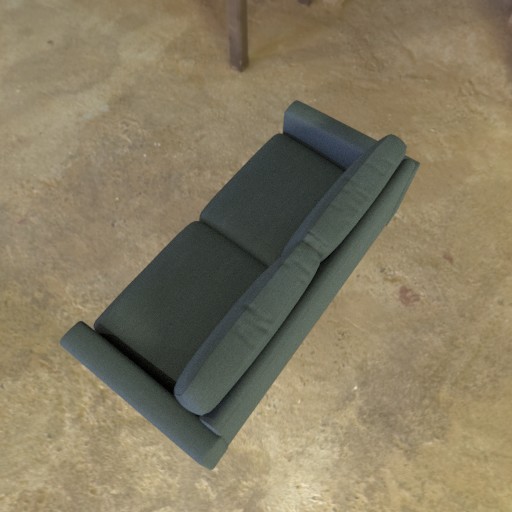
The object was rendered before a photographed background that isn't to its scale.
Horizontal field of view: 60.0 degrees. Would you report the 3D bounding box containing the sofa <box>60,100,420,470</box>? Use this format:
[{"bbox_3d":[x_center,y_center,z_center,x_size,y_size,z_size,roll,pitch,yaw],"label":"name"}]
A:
[{"bbox_3d":[0.000,0.000,2.365,0.877,0.865,1.900,33,67,16],"label":"sofa"}]
